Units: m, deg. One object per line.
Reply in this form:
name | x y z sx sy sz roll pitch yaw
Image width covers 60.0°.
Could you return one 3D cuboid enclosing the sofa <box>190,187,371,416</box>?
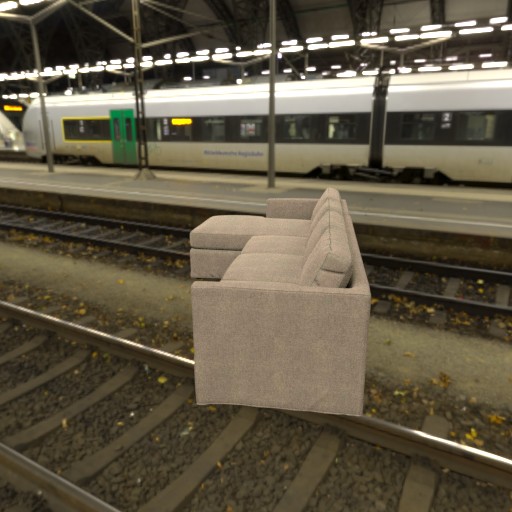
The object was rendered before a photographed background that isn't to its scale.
sofa | 0.000 0.000 3.881 1.650 0.922 3.205 2 16 8
